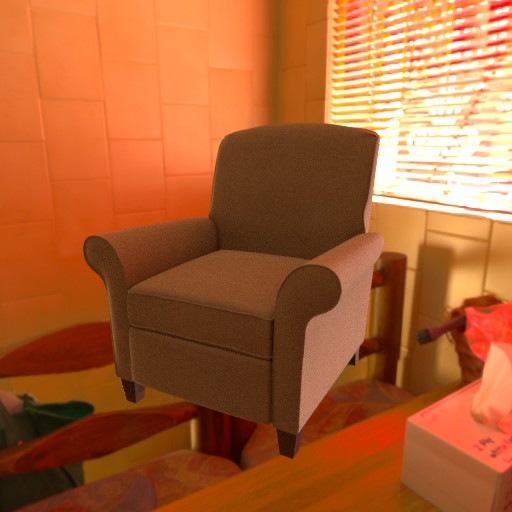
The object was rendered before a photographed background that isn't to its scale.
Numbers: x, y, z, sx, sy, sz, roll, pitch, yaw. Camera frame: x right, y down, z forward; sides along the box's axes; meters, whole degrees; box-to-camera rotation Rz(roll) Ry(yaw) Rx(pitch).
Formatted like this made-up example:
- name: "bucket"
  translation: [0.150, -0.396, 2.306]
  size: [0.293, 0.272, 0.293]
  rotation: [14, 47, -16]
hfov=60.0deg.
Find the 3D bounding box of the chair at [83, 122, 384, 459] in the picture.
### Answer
- name: "chair"
  translation: [0.000, 0.000, 1.784]
  size: [0.978, 1.061, 0.905]
  rotation: [7, 16, 27]
